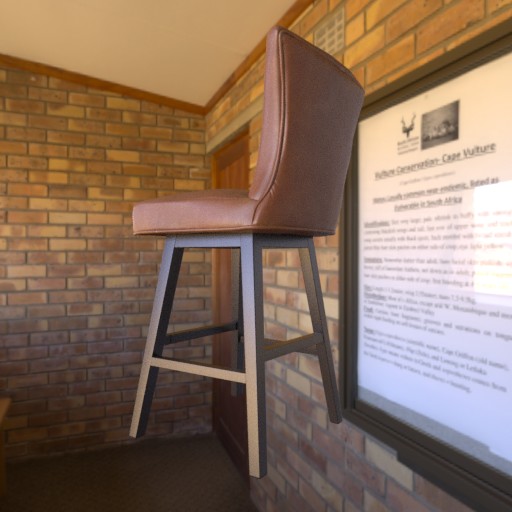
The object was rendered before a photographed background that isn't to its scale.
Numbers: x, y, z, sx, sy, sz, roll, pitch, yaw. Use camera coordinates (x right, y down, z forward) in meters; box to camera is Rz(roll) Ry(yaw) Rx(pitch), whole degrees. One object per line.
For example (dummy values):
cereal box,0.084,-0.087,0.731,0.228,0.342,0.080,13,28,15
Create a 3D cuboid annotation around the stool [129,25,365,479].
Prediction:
stool,0.000,0.000,1.379,0.585,1.094,0.522,0,0,36
